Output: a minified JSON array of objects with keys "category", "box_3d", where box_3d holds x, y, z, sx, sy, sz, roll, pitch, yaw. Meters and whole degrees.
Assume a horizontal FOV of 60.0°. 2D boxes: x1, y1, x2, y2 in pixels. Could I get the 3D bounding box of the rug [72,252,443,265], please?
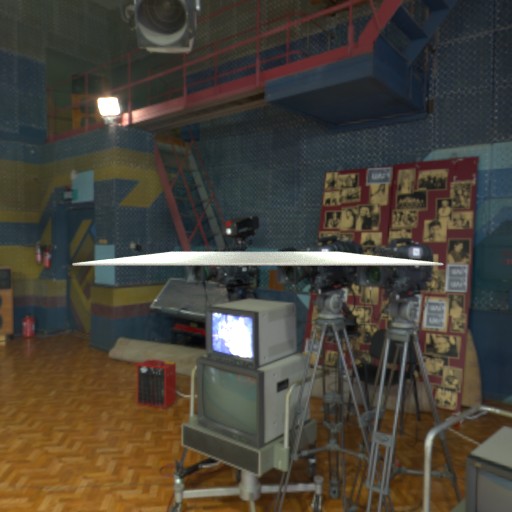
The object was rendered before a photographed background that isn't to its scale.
[{"category":"rug","box_3d":[0.000,0.000,2.365,1.226,0.007,1.815,0,2,-1]}]
